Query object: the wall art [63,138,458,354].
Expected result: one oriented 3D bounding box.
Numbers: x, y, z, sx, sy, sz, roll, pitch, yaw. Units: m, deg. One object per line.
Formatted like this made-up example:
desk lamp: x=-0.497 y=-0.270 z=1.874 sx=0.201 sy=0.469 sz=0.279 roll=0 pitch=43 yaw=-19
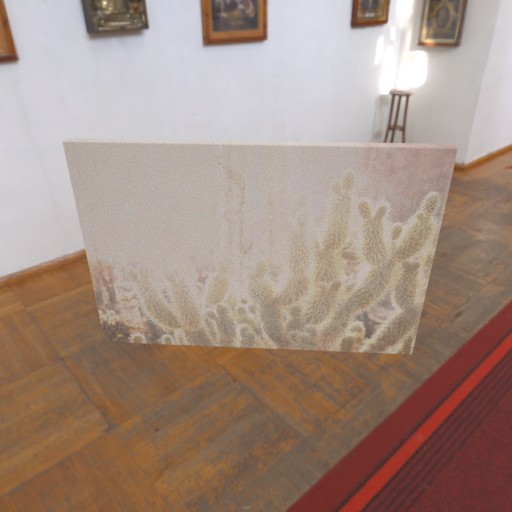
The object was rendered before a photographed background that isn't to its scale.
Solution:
wall art: x=0.000 y=0.000 z=1.188 sx=0.916 sy=0.608 sz=0.040 roll=2 pitch=29 yaw=3
